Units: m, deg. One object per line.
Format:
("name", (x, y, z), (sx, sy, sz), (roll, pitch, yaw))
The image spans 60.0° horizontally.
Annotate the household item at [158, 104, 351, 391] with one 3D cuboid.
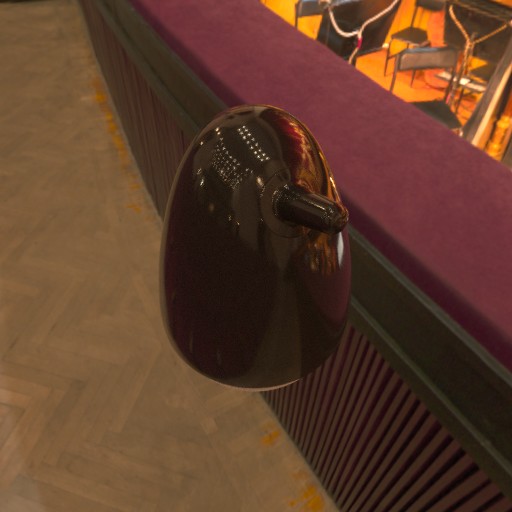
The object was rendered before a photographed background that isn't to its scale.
("household item", (0.000, 0.000, 0.217), (0.102, 0.152, 0.104), (-24, 52, -20))
